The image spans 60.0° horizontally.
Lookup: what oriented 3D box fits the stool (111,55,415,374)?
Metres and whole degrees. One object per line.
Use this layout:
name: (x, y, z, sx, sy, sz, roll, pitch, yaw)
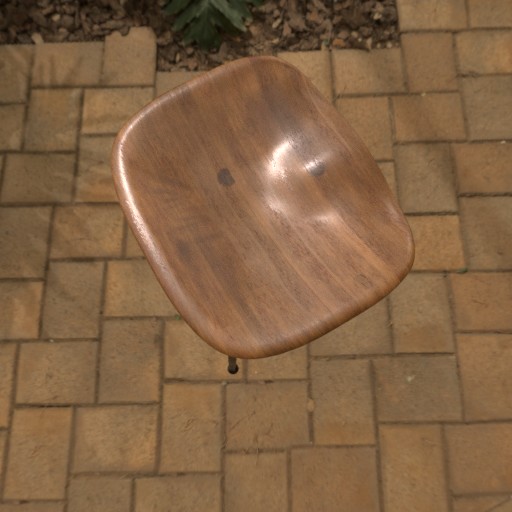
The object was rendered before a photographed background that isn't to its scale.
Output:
stool: (0.000, 0.000, 0.964, 0.424, 0.694, 0.432, -29, 77, -7)
